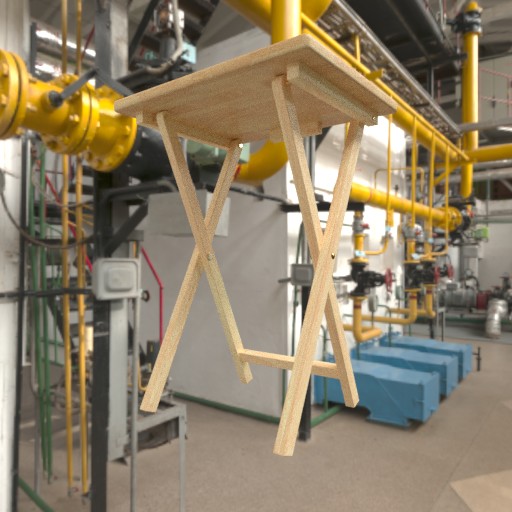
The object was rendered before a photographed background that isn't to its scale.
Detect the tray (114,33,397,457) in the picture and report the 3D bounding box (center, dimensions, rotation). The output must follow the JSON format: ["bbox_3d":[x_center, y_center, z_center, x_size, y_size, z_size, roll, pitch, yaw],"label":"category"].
[{"bbox_3d":[0.000,0.000,0.949,0.483,0.660,0.381,0,0,37],"label":"tray"}]
